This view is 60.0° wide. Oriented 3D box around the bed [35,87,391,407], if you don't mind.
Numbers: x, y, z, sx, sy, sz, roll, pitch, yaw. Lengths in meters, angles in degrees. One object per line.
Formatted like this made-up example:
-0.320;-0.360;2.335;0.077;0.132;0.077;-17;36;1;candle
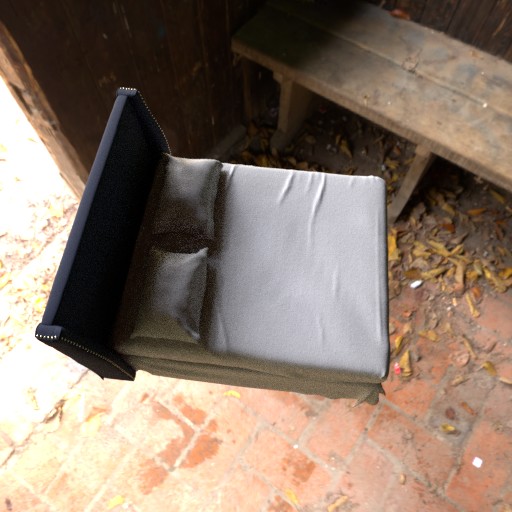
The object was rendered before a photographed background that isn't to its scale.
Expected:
0.000;0.000;3.373;2.276;1.332;1.925;6;64;3;bed
